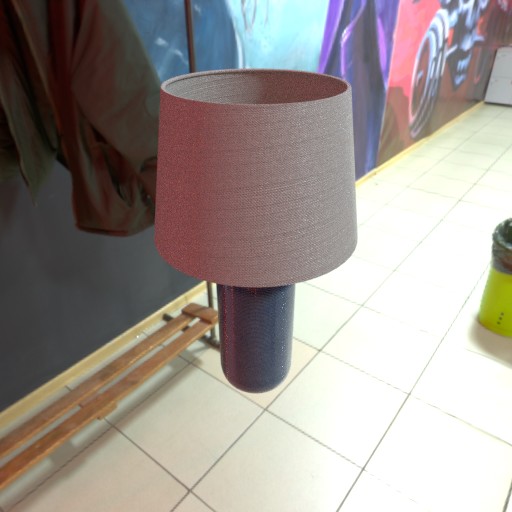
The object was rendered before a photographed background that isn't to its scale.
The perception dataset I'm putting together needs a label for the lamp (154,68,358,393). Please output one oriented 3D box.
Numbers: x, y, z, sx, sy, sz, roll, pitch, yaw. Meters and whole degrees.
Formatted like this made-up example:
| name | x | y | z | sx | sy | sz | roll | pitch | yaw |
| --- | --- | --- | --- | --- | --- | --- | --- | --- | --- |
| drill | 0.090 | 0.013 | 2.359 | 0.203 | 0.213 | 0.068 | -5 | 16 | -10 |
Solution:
| name | x | y | z | sx | sy | sz | roll | pitch | yaw |
| --- | --- | --- | --- | --- | --- | --- | --- | --- | --- |
| lamp | 0.000 | 0.000 | 0.581 | 0.253 | 0.428 | 0.253 | 0 | 31 | 0 |
